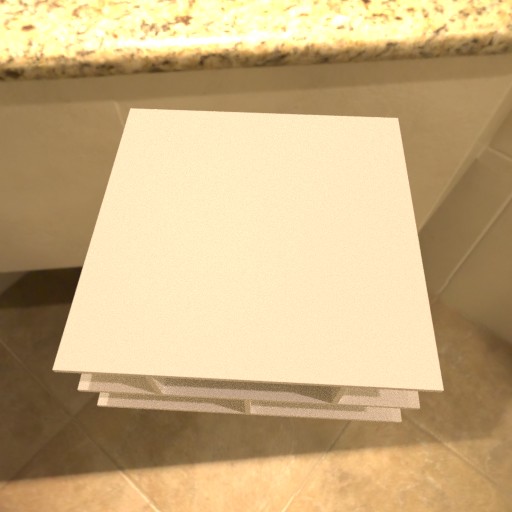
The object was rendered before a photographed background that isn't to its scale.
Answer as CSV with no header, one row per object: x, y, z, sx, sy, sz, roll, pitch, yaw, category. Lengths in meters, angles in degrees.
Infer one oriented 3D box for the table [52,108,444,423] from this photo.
0.000,0.000,1.097,0.700,0.289,0.700,3,58,2,table
